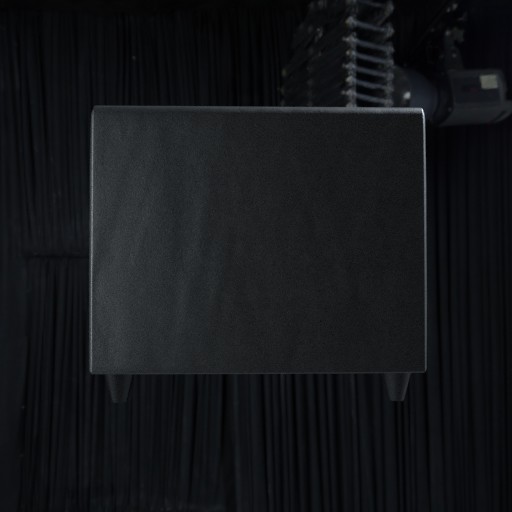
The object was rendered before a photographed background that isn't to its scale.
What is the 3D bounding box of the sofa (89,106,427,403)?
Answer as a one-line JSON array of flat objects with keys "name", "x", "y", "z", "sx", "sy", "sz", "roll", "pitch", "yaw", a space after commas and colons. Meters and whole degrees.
[{"name": "sofa", "x": 0.000, "y": 0.000, "z": 1.447, "sx": 0.809, "sy": 0.724, "sz": 0.839, "roll": 0, "pitch": -2, "yaw": -1}]
